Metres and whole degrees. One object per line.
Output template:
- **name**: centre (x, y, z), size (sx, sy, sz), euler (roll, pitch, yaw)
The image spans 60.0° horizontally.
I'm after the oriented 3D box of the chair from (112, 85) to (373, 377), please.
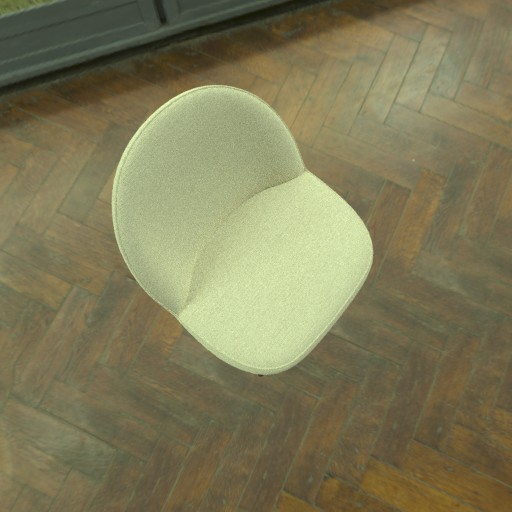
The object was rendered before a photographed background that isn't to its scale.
- **chair**: centre (0.000, 0.000, 1.187), size (0.540, 0.838, 0.532), euler (39, 79, 9)
